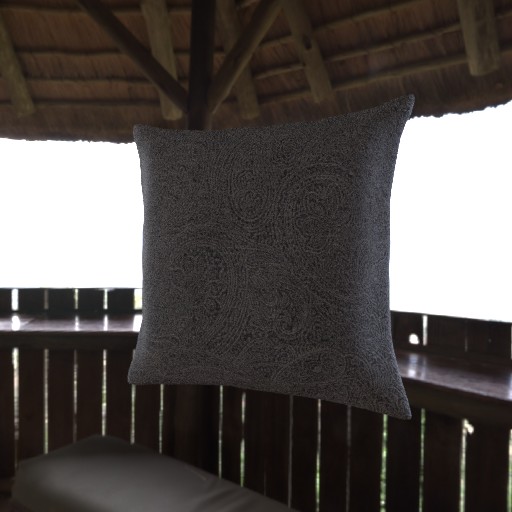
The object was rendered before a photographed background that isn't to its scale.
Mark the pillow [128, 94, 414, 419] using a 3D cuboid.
[{"bbox_3d":[0.000,0.000,0.780,0.523,0.510,0.166,0,1,19],"label":"pillow"}]
